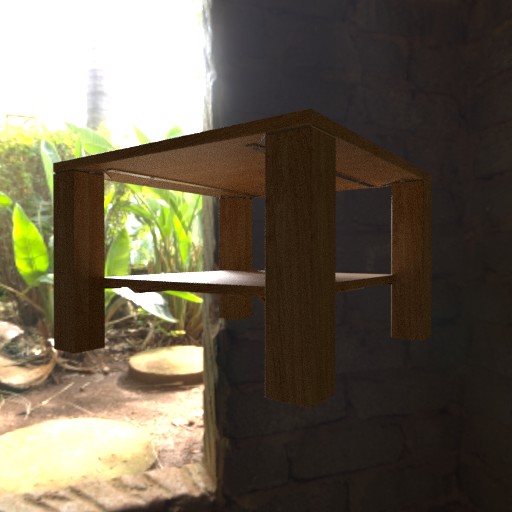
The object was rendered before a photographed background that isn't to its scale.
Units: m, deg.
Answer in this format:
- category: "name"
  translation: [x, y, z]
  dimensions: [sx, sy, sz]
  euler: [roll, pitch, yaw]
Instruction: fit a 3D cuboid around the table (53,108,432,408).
- category: "table"
  translation: [0.000, 0.000, 1.149]
  dimensions: [0.700, 0.450, 0.700]
  euler: [0, 1, 35]
